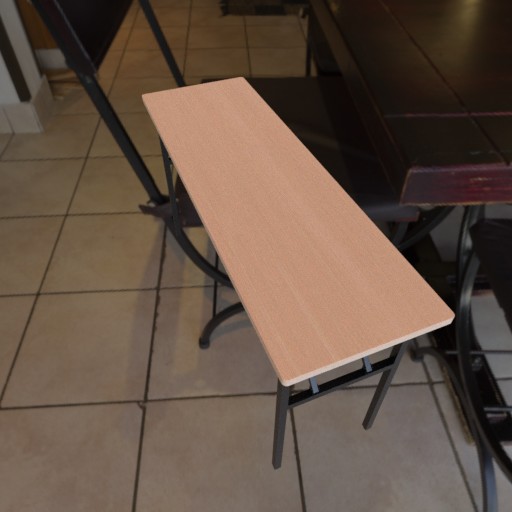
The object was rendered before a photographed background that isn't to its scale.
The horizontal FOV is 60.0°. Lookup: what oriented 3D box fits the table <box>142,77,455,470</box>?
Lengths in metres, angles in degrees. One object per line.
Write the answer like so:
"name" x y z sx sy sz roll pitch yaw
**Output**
"table" 0.000 0.000 1.701 0.447 0.750 1.397 -16 48 -15
